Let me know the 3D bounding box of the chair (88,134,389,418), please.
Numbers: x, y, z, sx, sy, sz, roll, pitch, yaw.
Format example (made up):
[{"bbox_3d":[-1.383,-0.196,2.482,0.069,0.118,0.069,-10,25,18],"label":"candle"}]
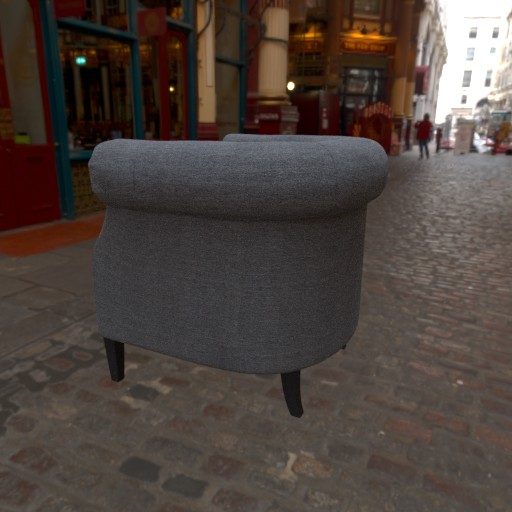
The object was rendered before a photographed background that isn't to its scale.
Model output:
[{"bbox_3d":[0.000,0.000,1.582,0.852,0.827,0.905,8,19,26],"label":"chair"}]
